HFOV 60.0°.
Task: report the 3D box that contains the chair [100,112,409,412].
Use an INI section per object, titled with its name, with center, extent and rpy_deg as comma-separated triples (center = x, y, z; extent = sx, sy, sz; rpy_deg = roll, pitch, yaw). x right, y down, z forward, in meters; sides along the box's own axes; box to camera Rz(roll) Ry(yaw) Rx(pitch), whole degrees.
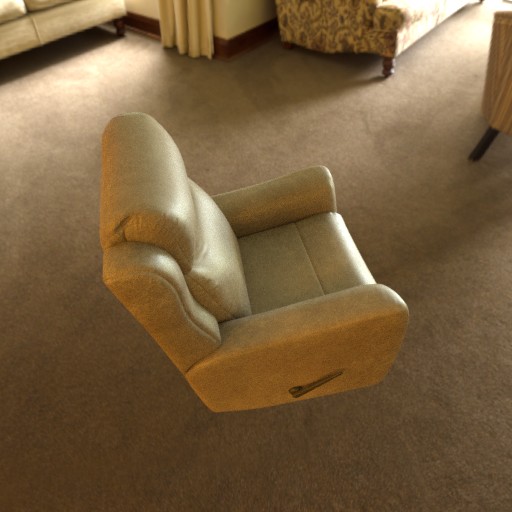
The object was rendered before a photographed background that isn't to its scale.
[chair]
center = 0.000, 0.000, 1.891
extent = 1.068, 1.116, 0.967
rpy_deg = -9, 47, -9
